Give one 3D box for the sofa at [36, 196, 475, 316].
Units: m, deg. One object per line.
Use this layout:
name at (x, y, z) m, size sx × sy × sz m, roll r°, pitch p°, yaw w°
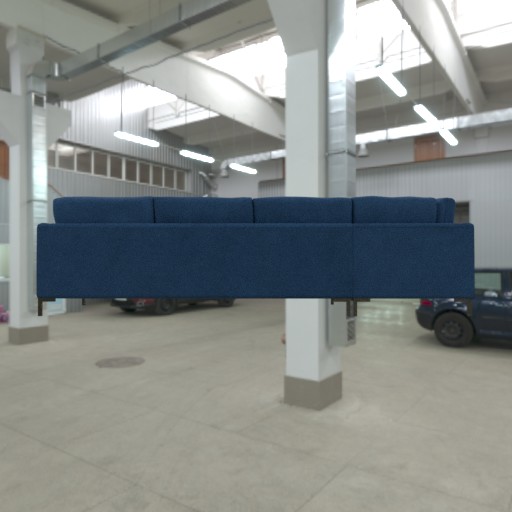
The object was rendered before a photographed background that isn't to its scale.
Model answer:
sofa at (0.000, 0.000, 3.908) m, size 2.949 × 0.815 × 2.007 m, roll 0°, pitch 0°, yaw 0°
